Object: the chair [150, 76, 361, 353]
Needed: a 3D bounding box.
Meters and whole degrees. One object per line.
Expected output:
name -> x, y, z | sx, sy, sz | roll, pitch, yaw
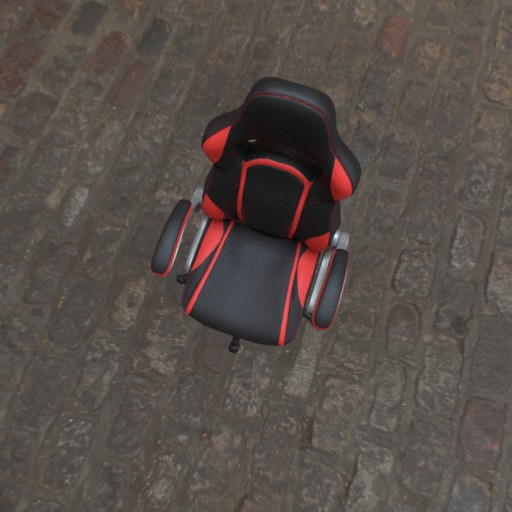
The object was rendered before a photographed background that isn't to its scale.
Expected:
chair -> 0.000, 0.000, 1.636 | 0.758, 1.165, 0.712 | 18, 77, 4
